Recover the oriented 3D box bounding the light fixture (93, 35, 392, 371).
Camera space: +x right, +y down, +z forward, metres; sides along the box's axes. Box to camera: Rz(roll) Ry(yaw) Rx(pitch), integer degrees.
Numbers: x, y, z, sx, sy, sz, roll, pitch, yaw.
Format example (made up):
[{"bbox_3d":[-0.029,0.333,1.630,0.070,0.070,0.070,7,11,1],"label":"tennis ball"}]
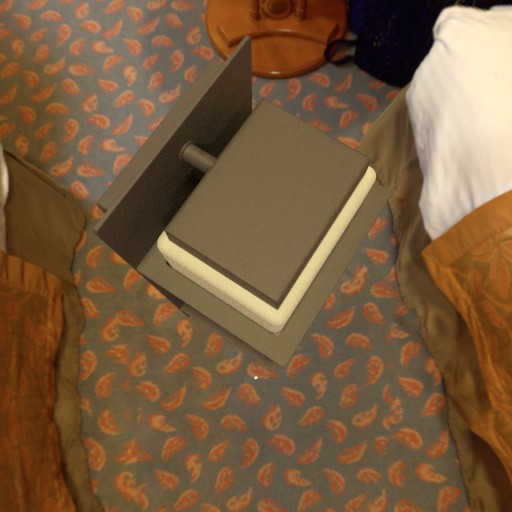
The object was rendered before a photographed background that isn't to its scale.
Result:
[{"bbox_3d":[0.000,0.000,0.415,0.146,0.347,0.153,32,77,8],"label":"light fixture"}]
